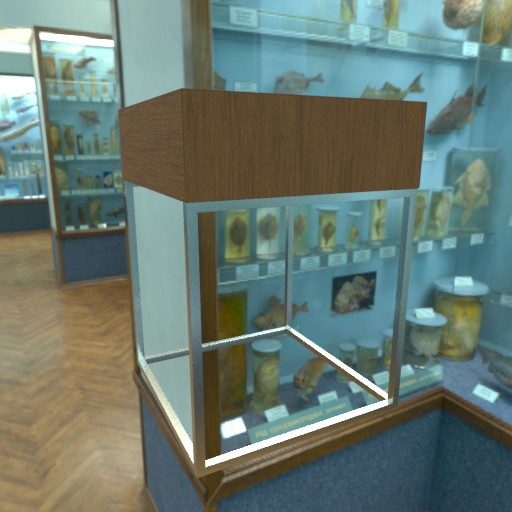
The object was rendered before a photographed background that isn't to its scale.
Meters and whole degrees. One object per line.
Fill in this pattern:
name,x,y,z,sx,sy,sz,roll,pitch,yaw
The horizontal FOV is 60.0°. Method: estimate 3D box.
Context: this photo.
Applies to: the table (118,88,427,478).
table,0.000,0.000,0.842,0.398,0.540,0.397,-7,16,-26
